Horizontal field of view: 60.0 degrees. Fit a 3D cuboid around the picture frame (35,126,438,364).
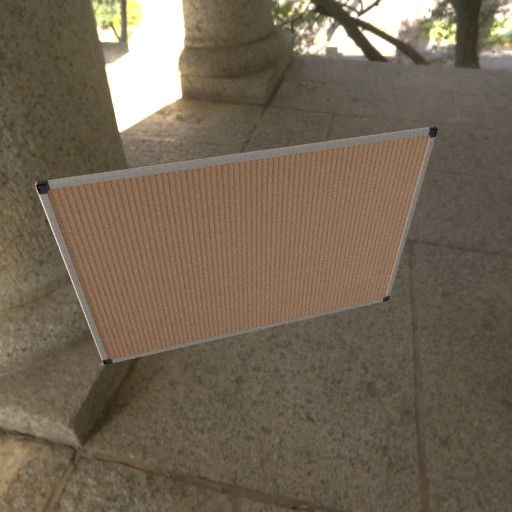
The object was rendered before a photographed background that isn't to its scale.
[{"bbox_3d":[0.000,0.000,1.155,0.900,0.600,0.010,-11,42,-12],"label":"picture frame"}]
